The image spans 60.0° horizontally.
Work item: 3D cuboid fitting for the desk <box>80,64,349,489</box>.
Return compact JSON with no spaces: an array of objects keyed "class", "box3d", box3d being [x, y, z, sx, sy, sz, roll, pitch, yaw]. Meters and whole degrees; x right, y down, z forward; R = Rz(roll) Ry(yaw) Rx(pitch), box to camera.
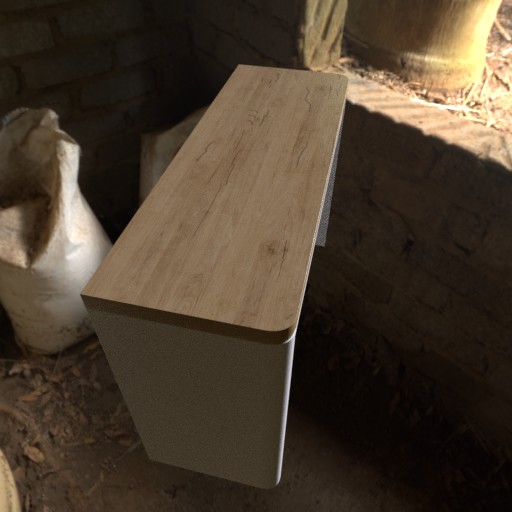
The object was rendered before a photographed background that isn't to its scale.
[{"class":"desk","box3d":[0.000,0.000,1.416,0.390,0.760,1.100,10,45,10]}]
